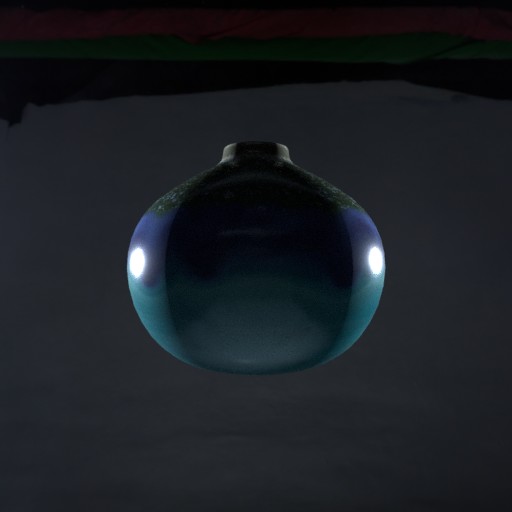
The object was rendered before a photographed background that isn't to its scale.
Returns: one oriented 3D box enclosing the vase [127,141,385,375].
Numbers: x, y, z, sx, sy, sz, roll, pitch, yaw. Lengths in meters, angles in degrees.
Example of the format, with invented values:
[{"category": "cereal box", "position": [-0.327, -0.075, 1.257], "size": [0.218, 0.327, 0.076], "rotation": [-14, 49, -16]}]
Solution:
[{"category": "vase", "position": [0.000, 0.000, 0.275], "size": [0.154, 0.133, 0.154], "rotation": [0, 0, 0]}]
